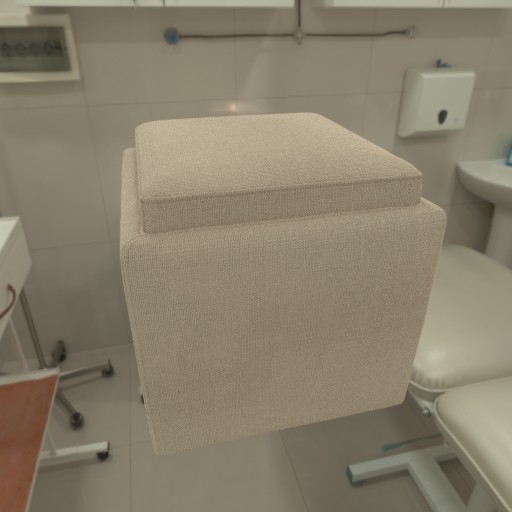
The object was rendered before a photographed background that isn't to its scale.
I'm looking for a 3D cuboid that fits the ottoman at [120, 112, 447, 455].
[{"bbox_3d":[0.000,0.000,0.817,0.450,0.460,0.451,-7,30,-13],"label":"ottoman"}]
